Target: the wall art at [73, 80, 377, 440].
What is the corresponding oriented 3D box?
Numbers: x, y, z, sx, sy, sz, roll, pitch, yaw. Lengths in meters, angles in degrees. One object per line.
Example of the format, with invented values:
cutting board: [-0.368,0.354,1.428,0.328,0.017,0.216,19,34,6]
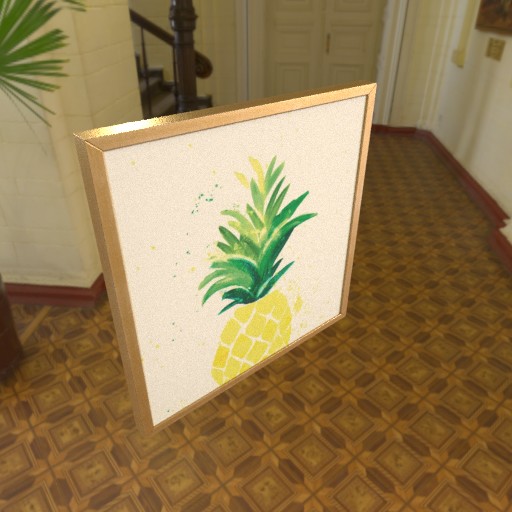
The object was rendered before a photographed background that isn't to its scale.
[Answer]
wall art: [0.000,0.000,0.761,0.510,0.509,0.033,-23,39,-33]
